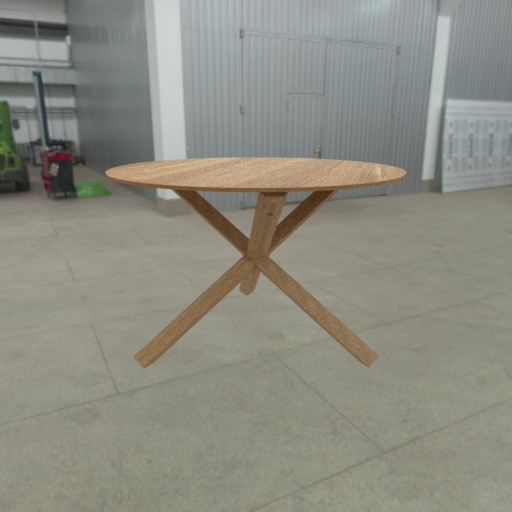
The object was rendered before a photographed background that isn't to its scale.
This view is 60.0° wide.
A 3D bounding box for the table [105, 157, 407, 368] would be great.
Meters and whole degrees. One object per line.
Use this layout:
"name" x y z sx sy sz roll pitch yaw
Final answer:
"table" 0.000 0.000 1.698 1.038 0.666 1.038 0 17 0
